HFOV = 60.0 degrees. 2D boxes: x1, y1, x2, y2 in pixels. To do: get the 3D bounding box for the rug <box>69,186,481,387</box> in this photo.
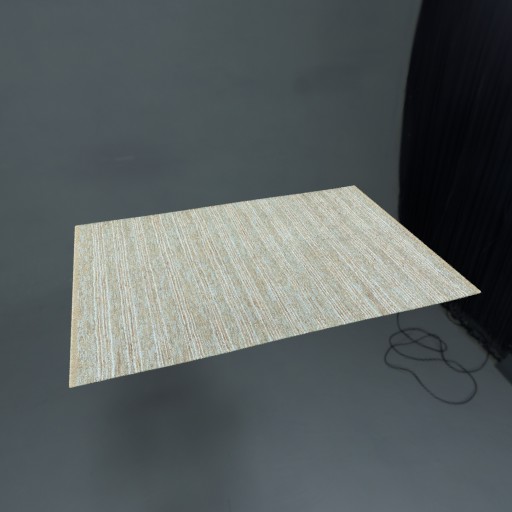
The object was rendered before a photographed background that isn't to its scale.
[{"bbox_3d":[0.000,0.000,2.334,1.824,0.010,1.240,-10,35,-15],"label":"rug"}]
